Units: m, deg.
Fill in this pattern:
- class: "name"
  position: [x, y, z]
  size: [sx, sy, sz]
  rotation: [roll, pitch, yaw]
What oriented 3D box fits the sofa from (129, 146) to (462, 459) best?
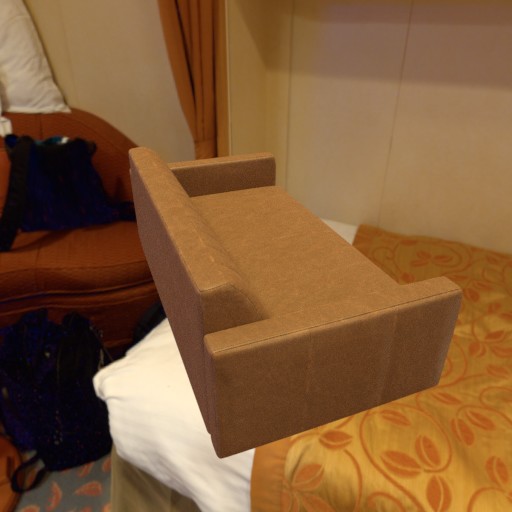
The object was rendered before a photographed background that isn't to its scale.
- class: "sofa"
  position: [0.000, 0.000, 2.303]
  size: [0.993, 0.821, 1.847]
  rotation: [-11, 32, -18]
